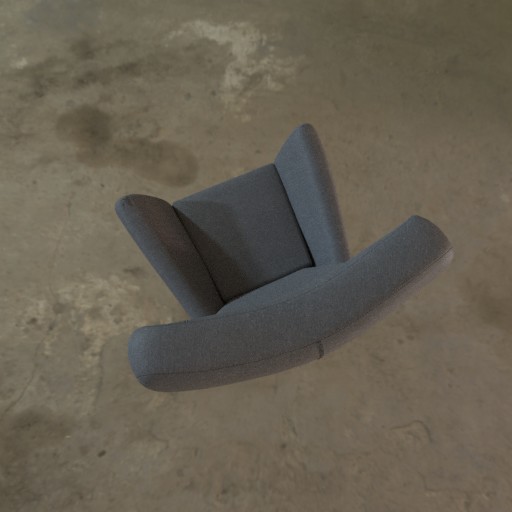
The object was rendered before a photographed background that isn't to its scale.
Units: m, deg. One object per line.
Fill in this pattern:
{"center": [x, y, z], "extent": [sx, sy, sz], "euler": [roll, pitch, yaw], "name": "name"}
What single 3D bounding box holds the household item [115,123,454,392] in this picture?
{"center": [0.000, 0.000, 1.768], "extent": [0.980, 1.050, 0.900], "euler": [-23, 77, -6], "name": "household item"}
